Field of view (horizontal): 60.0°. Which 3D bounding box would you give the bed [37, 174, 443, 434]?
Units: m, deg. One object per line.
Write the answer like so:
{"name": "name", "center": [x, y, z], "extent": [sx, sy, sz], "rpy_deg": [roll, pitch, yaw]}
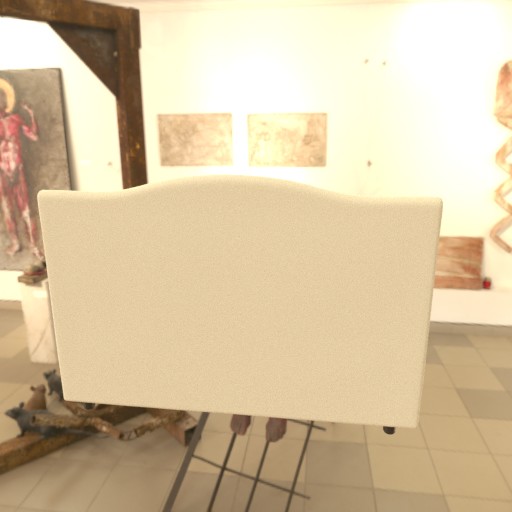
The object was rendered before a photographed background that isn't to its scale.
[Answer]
{"name": "bed", "center": [0.000, 0.000, 3.410], "extent": [2.083, 1.421, 2.182], "rpy_deg": [2, 16, 7]}
